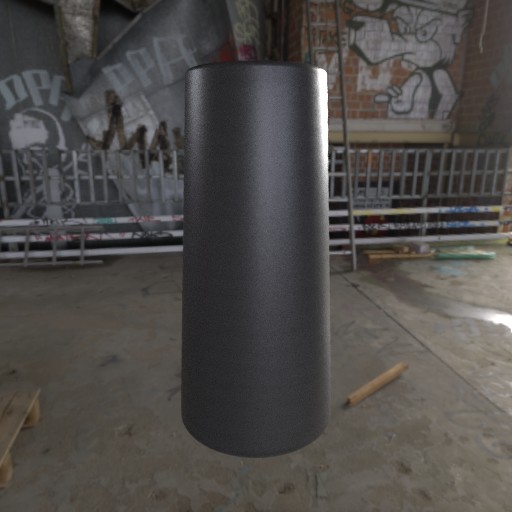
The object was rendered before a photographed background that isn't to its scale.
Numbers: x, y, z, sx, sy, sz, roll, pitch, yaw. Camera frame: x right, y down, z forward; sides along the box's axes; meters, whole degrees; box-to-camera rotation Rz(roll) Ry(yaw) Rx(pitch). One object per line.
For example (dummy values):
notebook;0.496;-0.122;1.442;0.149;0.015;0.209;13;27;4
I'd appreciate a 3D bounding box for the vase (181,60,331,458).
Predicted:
vase;0.000;0.000;0.372;0.136;0.289;0.136;3;16;10
